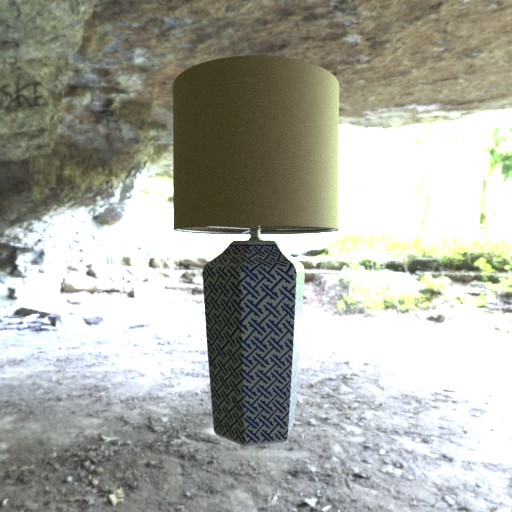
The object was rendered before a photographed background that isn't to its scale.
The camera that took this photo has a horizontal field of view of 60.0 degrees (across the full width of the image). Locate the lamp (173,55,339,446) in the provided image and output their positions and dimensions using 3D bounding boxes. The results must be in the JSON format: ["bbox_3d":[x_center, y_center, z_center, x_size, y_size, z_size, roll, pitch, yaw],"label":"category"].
[{"bbox_3d":[0.000,0.000,0.867,0.320,0.682,0.320,0,0,18],"label":"lamp"}]
